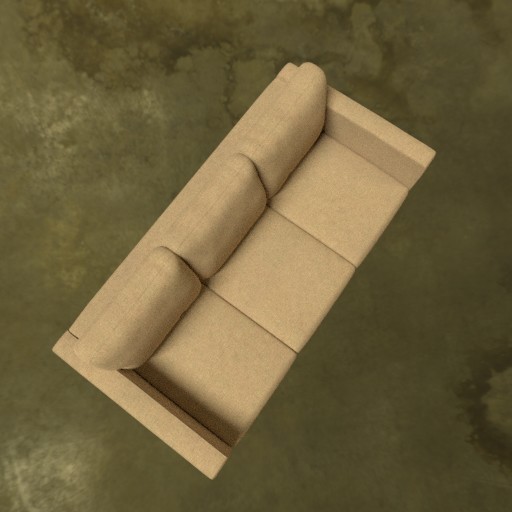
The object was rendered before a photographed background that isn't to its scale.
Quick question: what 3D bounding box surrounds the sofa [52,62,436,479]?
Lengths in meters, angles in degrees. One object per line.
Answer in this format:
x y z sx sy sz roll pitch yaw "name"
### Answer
0.000 0.000 2.270 0.930 0.800 1.855 35 78 9 "sofa"
